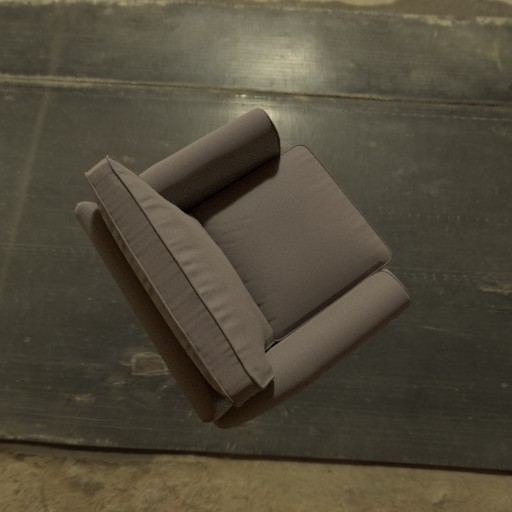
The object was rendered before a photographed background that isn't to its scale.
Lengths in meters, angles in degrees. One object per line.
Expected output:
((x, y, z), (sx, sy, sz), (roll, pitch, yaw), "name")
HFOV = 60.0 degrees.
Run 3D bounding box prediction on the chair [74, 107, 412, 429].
((0.000, 0.000, 1.769), (0.966, 0.967, 1.029), (-34, 77, -9), "chair")
